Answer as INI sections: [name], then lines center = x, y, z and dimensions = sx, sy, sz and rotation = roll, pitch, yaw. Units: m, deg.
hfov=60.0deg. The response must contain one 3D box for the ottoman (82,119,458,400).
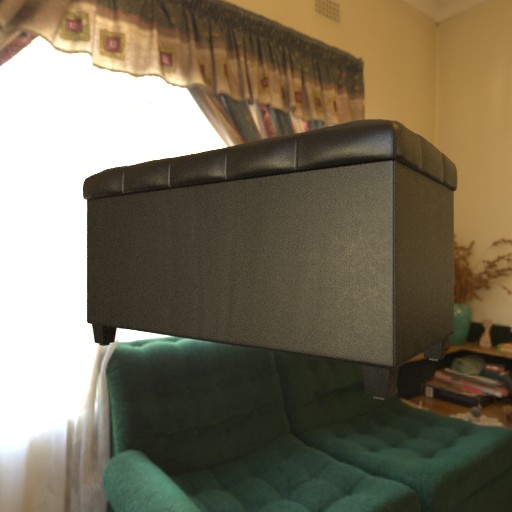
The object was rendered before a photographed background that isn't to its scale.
[ottoman]
center = 0.000, 0.000, 1.082
dimensions = 0.838, 0.470, 0.432
rotation = 0, 0, 36
